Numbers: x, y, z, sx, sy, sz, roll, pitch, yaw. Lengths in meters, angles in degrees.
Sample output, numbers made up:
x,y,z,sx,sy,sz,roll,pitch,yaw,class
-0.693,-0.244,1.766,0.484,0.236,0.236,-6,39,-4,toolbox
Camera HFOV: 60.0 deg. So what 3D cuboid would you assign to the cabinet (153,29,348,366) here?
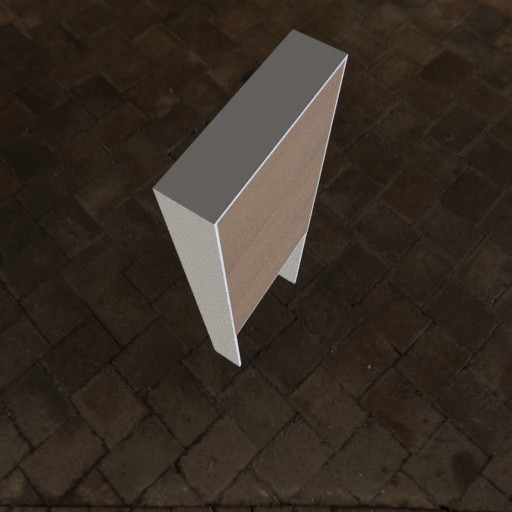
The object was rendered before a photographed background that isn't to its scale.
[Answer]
x,y,z,sx,sy,sz,roll,pitch,yaw,class
0.000,0.000,1.949,0.192,1.770,0.643,31,69,13,cabinet
